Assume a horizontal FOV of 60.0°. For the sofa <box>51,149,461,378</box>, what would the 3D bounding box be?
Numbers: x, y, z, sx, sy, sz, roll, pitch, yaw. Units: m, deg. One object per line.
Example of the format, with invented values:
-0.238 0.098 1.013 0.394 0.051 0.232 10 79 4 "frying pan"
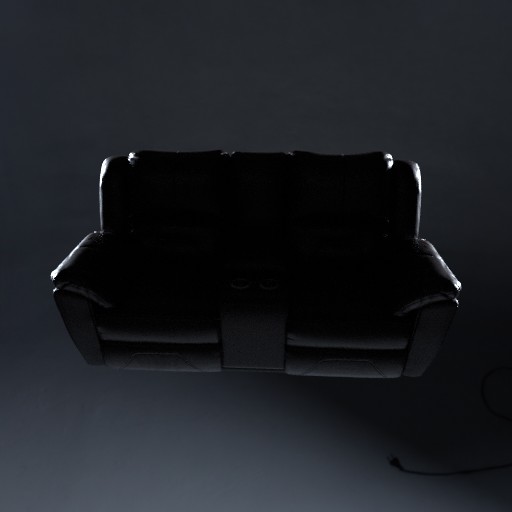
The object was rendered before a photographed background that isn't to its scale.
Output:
0.000 0.000 2.605 2.058 1.043 0.991 1 30 2 "sofa"
